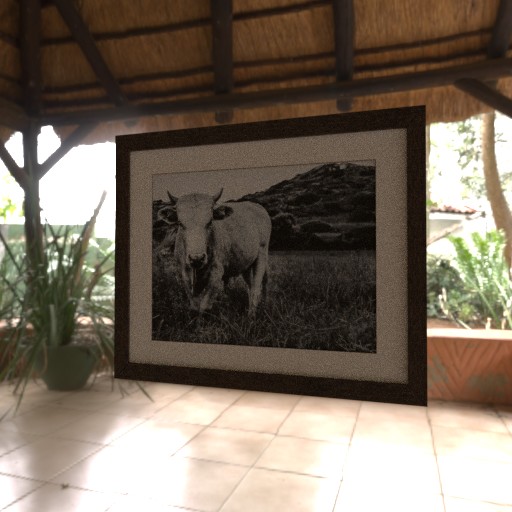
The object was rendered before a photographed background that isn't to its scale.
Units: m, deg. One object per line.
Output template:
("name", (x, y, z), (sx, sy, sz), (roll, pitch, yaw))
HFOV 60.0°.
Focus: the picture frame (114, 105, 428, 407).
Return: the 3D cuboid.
("picture frame", (0.000, 0.000, 0.761), (0.546, 0.455, 0.026), (0, -1, 17))
